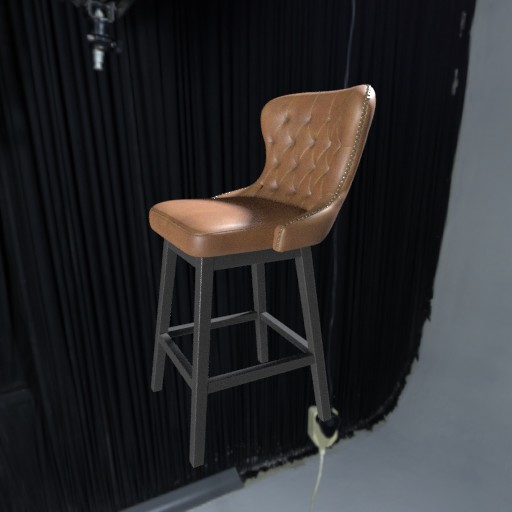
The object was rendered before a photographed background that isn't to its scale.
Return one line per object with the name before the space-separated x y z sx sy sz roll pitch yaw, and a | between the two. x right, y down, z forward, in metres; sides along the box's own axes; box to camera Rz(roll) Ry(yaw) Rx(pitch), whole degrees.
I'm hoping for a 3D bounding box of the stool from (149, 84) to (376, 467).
stool | 0.000 0.000 1.344 0.593 0.971 0.528 -8 18 -26
